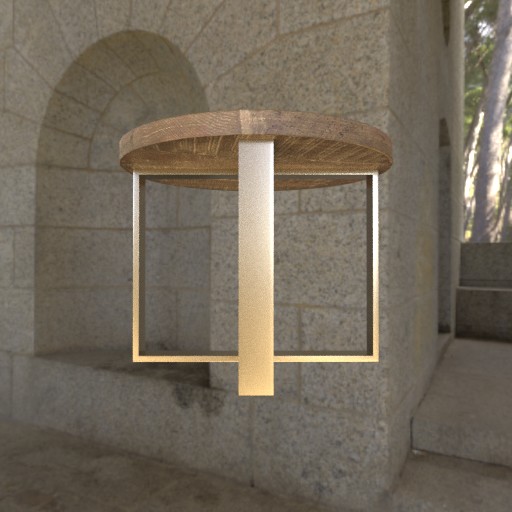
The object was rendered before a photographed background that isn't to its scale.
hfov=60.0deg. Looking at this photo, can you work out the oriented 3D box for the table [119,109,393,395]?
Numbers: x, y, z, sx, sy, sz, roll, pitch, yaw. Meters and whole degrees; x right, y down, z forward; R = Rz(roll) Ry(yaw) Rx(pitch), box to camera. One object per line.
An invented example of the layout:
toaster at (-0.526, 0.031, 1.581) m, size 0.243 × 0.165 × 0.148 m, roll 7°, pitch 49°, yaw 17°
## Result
table at (0.000, 0.000, 0.944) m, size 0.557 × 0.437 × 0.557 m, roll 0°, pitch 0°, yaw 0°
